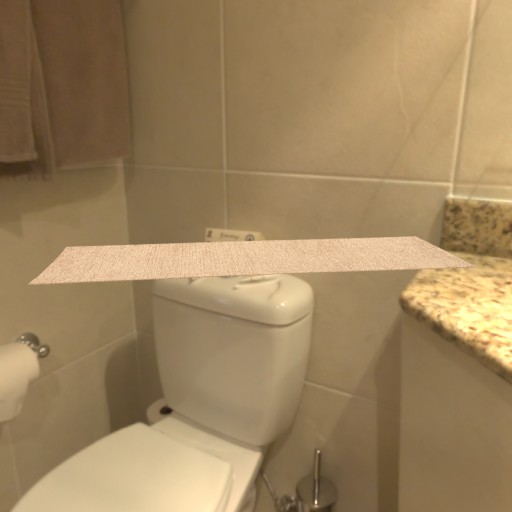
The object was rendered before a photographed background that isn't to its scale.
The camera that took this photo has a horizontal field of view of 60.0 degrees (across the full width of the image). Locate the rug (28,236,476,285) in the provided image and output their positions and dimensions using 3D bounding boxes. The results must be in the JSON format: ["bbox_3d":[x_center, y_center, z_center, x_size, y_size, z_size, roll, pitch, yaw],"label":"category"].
[{"bbox_3d":[0.000,0.000,2.621,2.346,0.013,0.712,-2,16,-7],"label":"rug"}]
